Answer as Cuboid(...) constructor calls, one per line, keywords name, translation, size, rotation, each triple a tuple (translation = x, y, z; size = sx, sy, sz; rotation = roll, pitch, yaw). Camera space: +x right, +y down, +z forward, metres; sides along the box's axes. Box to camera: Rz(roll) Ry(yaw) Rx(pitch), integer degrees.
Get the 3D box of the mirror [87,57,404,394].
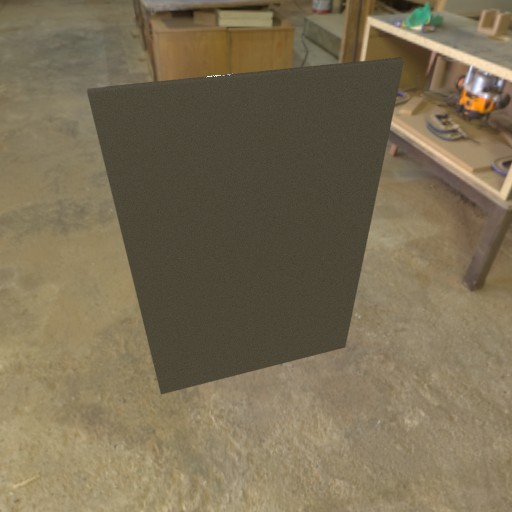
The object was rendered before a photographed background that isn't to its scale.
Cuboid(name="mirror", translation=(0.000, 0.000, 1.129), size=(0.613, 0.914, 0.039), rotation=(-11, 41, -13))
